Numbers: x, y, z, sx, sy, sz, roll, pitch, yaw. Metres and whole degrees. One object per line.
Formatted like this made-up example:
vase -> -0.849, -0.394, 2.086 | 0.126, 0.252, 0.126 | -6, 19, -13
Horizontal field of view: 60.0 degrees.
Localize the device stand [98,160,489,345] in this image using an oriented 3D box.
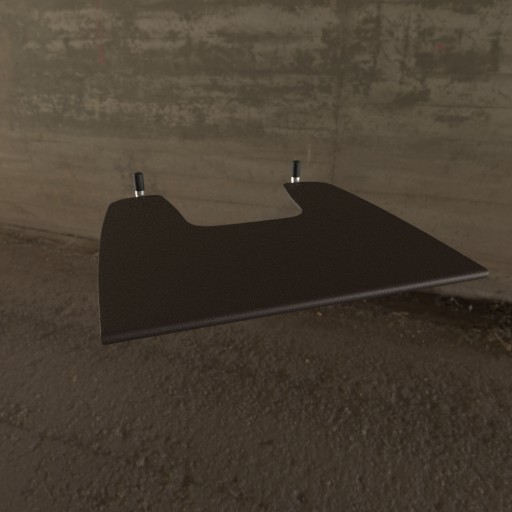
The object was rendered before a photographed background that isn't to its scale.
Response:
device stand -> 0.000, 0.000, 0.350 | 0.230, 0.092, 0.230 | -8, 26, -16
